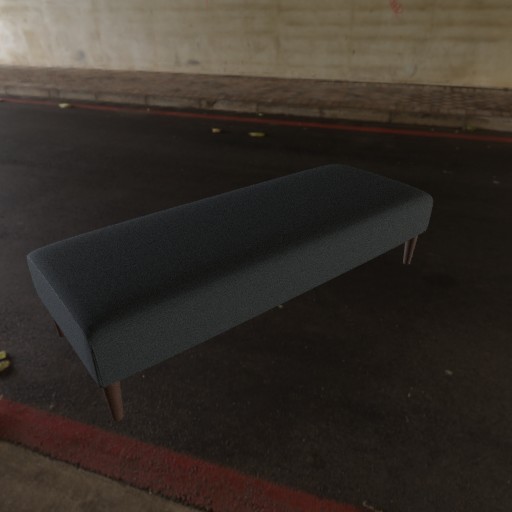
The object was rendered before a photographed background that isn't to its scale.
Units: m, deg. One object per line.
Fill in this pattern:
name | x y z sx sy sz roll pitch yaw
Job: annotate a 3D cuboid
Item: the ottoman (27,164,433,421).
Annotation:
ottoman | 0.000 0.000 1.867 1.609 0.393 0.646 -22 36 -33
